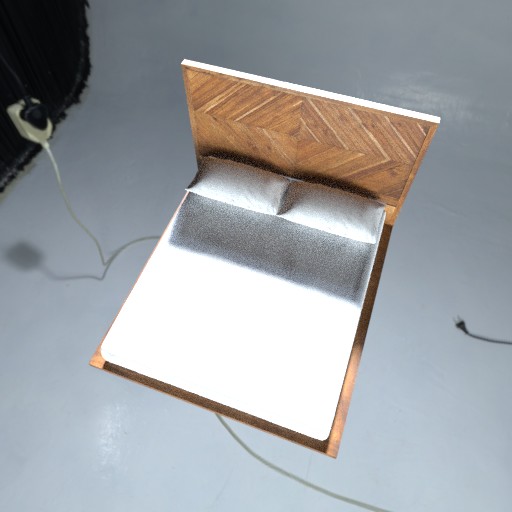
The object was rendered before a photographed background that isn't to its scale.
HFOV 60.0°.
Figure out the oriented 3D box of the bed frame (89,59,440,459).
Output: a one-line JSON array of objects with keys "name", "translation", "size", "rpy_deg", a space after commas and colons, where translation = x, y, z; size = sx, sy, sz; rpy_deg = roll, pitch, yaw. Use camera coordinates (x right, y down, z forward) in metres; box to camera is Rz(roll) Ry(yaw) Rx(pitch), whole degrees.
[{"name": "bed frame", "translation": [0.000, 0.000, 3.494], "size": [2.038, 1.537, 2.235], "rpy_deg": [17, 60, 10]}]
